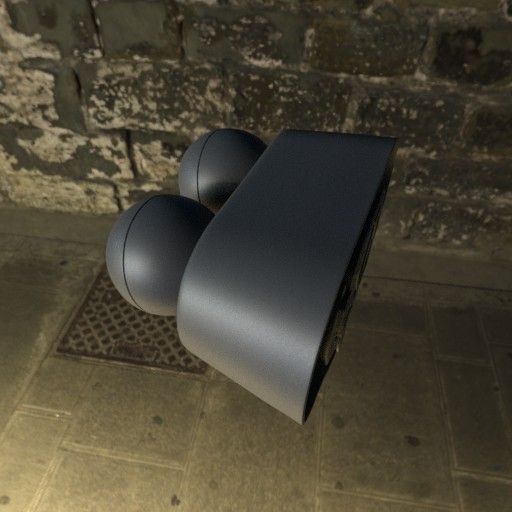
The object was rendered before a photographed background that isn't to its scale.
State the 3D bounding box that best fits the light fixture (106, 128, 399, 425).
[{"bbox_3d":[0.000,0.000,0.340,0.159,0.159,0.229,17,48,16],"label":"light fixture"}]
